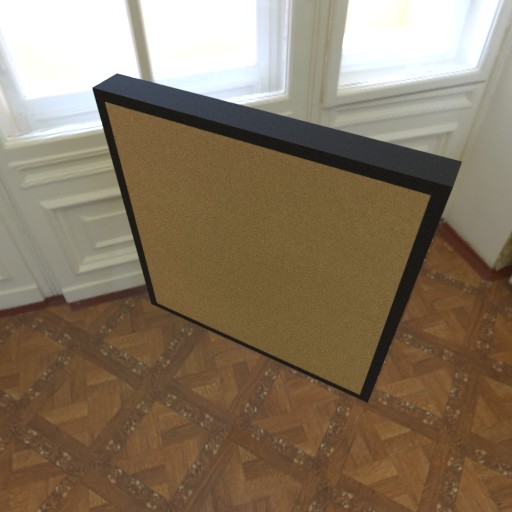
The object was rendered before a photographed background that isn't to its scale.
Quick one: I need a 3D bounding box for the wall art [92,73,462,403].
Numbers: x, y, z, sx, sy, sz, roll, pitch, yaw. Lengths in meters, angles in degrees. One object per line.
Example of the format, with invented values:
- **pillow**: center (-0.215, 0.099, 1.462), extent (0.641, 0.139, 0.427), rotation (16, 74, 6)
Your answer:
- **wall art**: center (0.000, 0.000, 0.455), extent (0.305, 0.304, 0.033), rotation (21, 49, 19)
